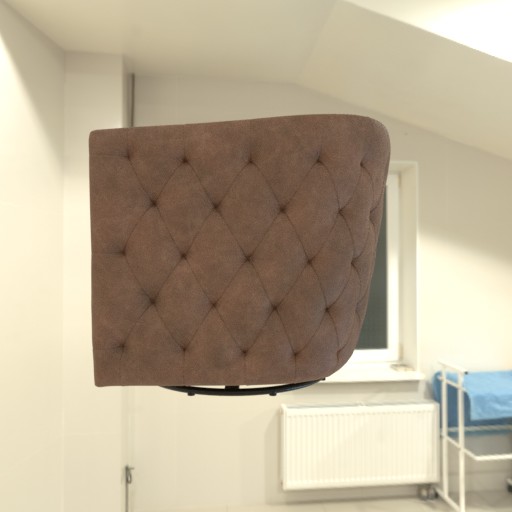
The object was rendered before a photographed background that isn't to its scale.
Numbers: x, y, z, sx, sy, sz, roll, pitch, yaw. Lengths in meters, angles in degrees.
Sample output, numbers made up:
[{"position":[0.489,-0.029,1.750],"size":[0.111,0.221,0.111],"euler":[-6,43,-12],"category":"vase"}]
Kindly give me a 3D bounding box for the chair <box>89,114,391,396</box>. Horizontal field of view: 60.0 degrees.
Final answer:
[{"position":[0.000,0.000,1.530],"size":[0.870,0.790,0.850],"euler":[0,-1,0],"category":"chair"}]
